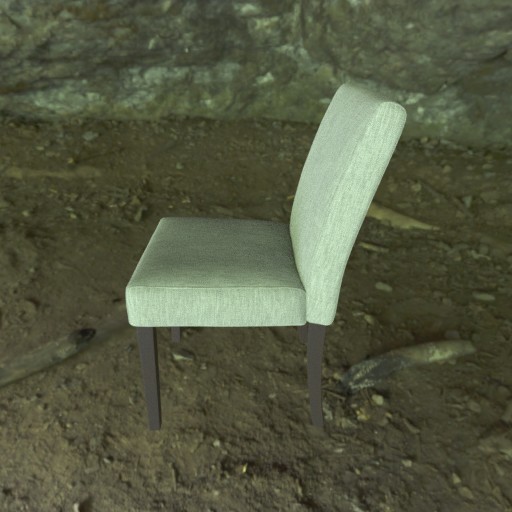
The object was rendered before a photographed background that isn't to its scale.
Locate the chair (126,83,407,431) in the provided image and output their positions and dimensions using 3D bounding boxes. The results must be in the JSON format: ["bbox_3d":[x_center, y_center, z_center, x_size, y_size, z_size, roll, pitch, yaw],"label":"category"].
[{"bbox_3d":[0.000,0.000,1.255,0.629,0.884,0.487,0,26,-1],"label":"chair"}]
